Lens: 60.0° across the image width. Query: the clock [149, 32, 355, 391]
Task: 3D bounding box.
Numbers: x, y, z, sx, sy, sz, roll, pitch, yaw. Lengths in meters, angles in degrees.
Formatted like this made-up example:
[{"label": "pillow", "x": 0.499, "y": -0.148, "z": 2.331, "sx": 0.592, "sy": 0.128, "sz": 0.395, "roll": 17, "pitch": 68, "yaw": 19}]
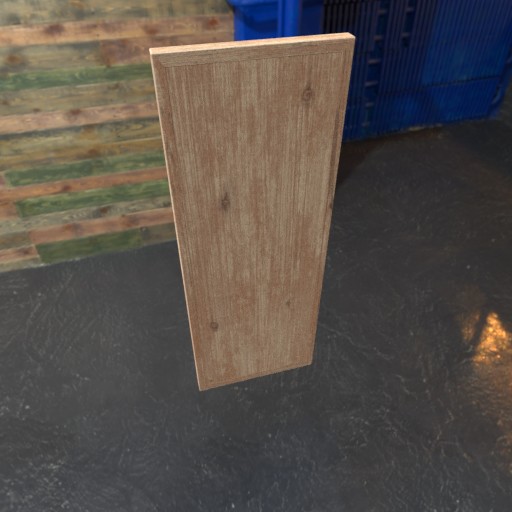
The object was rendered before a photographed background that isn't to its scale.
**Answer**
[{"label": "clock", "x": 0.000, "y": 0.000, "z": 1.075, "sx": 0.361, "sy": 0.965, "sz": 0.030, "roll": -10, "pitch": 41, "yaw": -12}]
